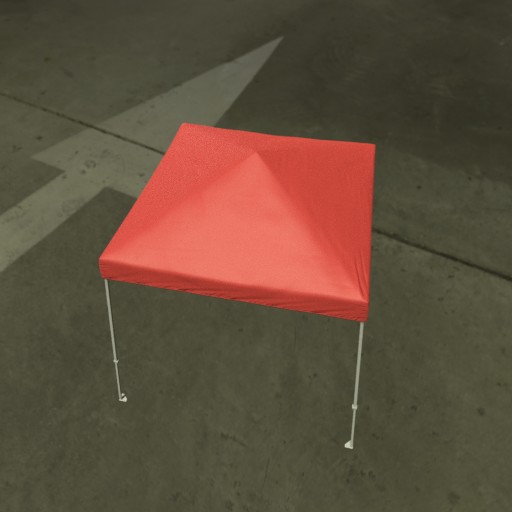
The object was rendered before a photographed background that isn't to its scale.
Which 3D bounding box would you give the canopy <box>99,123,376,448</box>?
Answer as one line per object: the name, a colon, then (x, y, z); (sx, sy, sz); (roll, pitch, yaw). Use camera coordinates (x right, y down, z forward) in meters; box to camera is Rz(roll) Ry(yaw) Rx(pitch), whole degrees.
canopy: (0.000, 0.000, 5.178); (2.848, 2.849, 2.849); (9, 47, 8)
